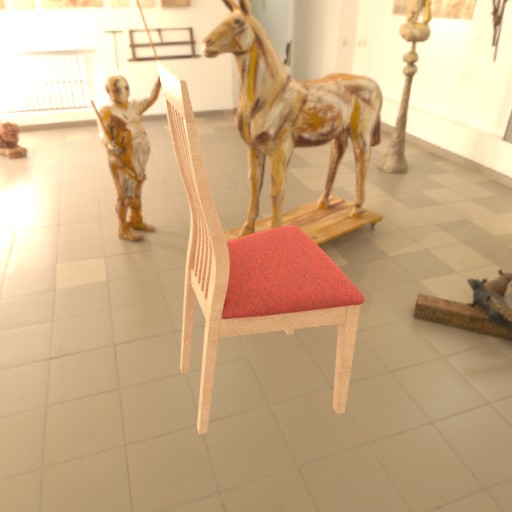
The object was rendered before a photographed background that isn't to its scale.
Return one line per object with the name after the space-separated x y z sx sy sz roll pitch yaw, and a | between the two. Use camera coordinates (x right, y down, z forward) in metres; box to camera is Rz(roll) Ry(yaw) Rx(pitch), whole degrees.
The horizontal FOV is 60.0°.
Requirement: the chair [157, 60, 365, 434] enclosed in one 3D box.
0.000 0.000 1.283 0.474 1.027 0.460 -10 32 -17 | chair
